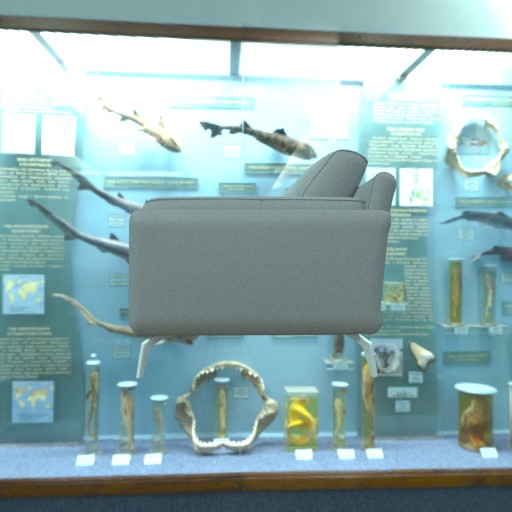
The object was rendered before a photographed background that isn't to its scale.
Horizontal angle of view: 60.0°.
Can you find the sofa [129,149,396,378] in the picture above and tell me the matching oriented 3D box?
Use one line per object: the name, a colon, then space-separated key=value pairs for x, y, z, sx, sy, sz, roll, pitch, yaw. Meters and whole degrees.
sofa: x=0.000 y=0.000 z=2.599 sx=0.969 sy=0.900 sz=2.100 roll=0 pitch=-1 yaw=-2
